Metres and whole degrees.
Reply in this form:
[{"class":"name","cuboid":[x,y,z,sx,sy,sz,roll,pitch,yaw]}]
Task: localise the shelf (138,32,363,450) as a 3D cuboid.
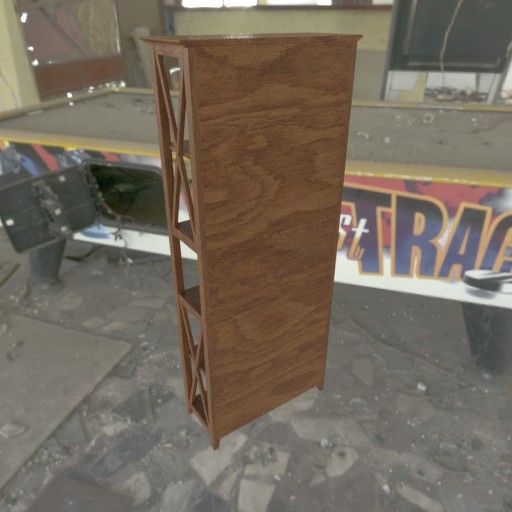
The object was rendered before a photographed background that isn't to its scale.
[{"class":"shelf","cuboid":[0.000,0.000,2.138,0.805,1.905,0.335,-18,33,-30]}]
